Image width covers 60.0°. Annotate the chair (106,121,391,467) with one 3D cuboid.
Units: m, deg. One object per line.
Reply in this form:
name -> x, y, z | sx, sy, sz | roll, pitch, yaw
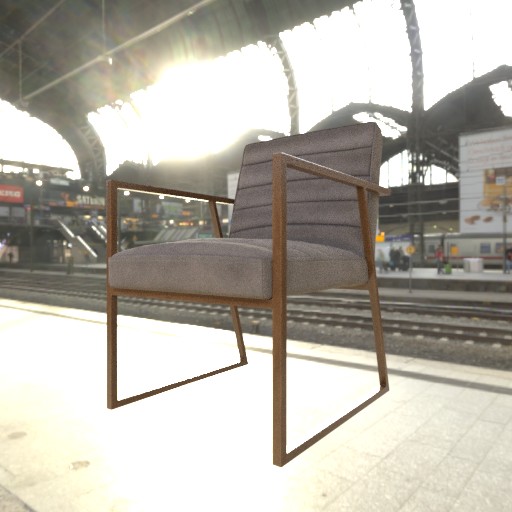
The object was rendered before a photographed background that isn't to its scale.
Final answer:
chair -> 0.000, 0.000, 1.301 | 0.578, 0.843, 0.682 | 0, 0, 36
